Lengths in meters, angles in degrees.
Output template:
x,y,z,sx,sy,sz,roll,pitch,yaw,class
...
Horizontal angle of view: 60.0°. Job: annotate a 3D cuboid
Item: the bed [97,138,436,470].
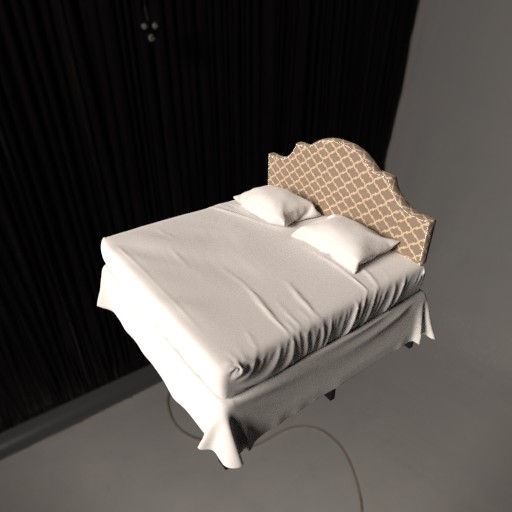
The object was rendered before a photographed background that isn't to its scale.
x,y,z,sx,sy,sz,roll,pitch,yaw,class
0.000,0.000,3.701,2.222,1.601,2.314,-21,37,-31,bed
